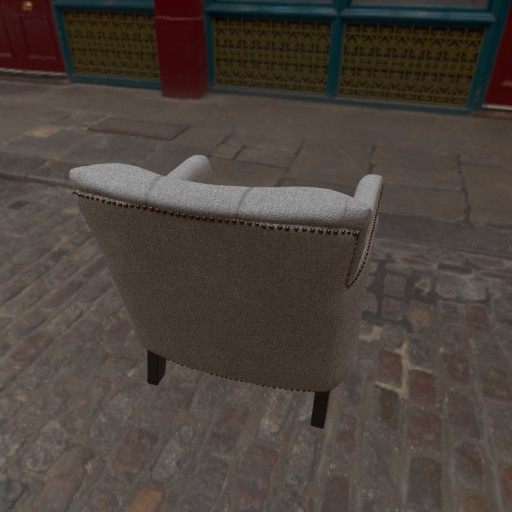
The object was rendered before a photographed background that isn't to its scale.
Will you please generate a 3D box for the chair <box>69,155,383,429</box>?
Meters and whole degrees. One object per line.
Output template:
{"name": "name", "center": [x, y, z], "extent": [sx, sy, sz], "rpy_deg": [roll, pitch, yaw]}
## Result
{"name": "chair", "center": [0.000, 0.000, 1.468], "extent": [0.737, 0.823, 0.902], "rpy_deg": [10, 34, 15]}
